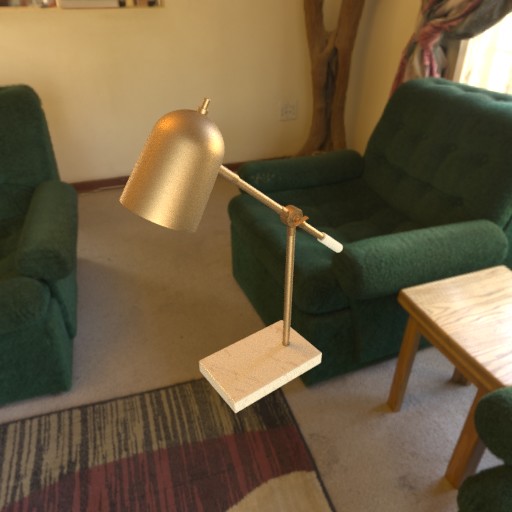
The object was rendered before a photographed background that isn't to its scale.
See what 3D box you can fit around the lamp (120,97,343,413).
[{"bbox_3d":[0.000,0.000,0.842,0.471,0.603,0.144,-21,38,-30],"label":"lamp"}]
